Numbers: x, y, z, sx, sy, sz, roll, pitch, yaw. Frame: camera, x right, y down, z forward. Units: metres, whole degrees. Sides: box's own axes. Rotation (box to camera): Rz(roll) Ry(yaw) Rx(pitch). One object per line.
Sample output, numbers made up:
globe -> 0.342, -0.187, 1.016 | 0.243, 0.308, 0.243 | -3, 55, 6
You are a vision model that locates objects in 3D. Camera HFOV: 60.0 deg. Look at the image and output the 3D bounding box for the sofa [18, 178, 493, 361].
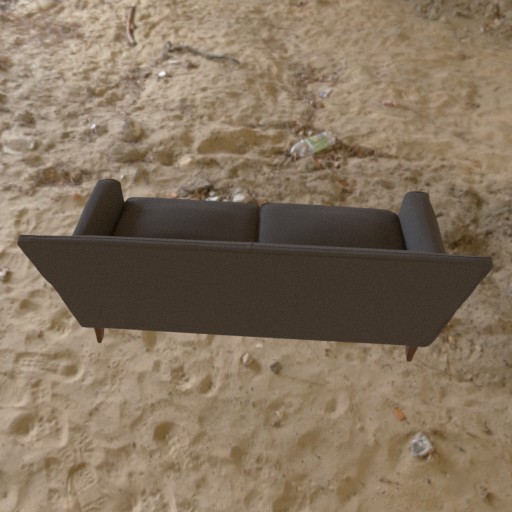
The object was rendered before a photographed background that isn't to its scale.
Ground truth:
sofa -> 0.000, 0.000, 2.441 | 2.002, 0.907, 0.843 | 3, 46, 3
